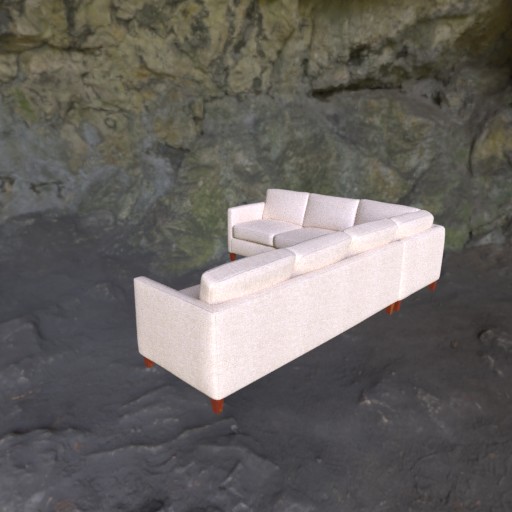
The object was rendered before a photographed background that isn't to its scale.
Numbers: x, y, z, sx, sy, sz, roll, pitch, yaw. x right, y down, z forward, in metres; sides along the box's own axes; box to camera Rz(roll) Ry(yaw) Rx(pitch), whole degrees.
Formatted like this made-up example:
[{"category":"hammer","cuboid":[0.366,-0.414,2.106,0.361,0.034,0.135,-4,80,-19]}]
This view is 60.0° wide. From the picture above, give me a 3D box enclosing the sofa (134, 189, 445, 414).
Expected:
[{"category":"sofa","cuboid":[0.000,0.000,4.608,2.593,0.947,3.302,16,22,43]}]
